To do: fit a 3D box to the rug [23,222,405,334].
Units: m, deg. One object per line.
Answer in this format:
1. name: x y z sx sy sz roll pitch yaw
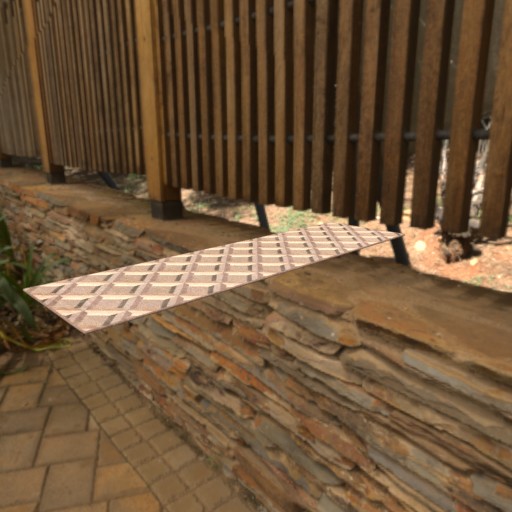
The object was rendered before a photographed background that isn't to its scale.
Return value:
1. rug: 0.000 0.000 2.693 2.437 0.013 0.685 -14 21 -43
